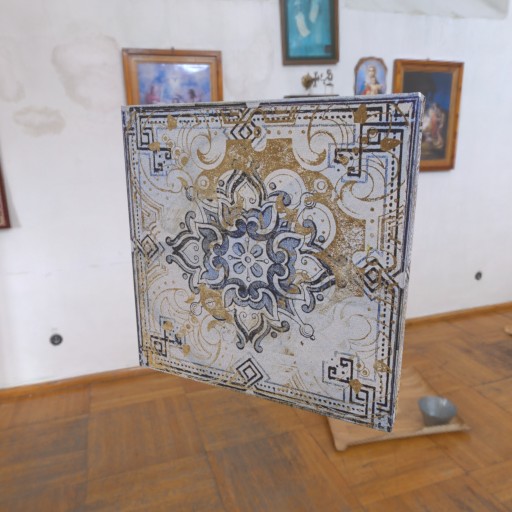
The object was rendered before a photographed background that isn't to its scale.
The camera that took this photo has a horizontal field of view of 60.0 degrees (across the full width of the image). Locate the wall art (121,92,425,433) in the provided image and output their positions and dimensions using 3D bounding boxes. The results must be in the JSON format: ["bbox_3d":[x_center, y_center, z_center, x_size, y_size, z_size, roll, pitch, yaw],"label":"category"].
[{"bbox_3d":[0.000,0.000,0.462,0.302,0.306,0.038,7,16,25],"label":"wall art"}]
